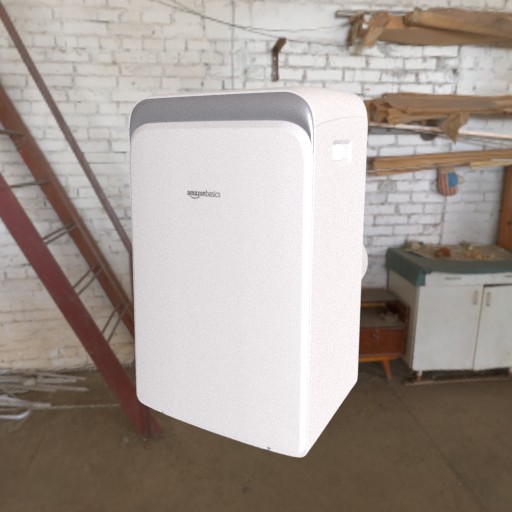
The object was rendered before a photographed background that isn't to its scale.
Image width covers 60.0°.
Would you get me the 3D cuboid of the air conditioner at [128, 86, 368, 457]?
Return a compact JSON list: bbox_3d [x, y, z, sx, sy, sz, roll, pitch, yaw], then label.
[{"bbox_3d":[0.000,0.000,1.083,0.478,0.765,0.467,8,17,27],"label":"air conditioner"}]
